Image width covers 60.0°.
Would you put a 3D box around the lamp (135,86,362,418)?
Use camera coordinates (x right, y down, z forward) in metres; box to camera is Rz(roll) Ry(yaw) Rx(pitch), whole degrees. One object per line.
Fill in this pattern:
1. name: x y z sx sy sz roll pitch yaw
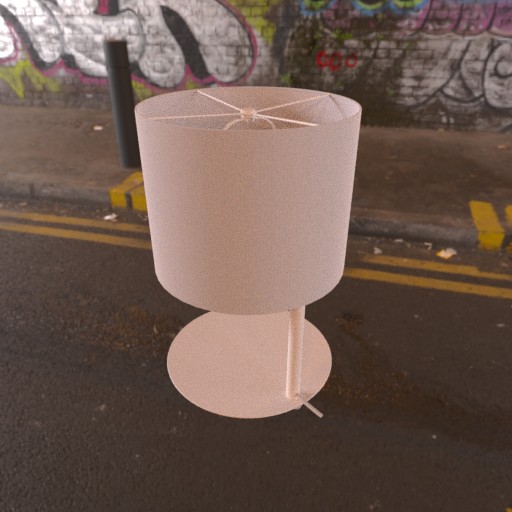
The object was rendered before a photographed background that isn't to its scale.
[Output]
1. lamp: 0.000 0.000 0.695 0.299 0.454 0.341 -19 34 -30
